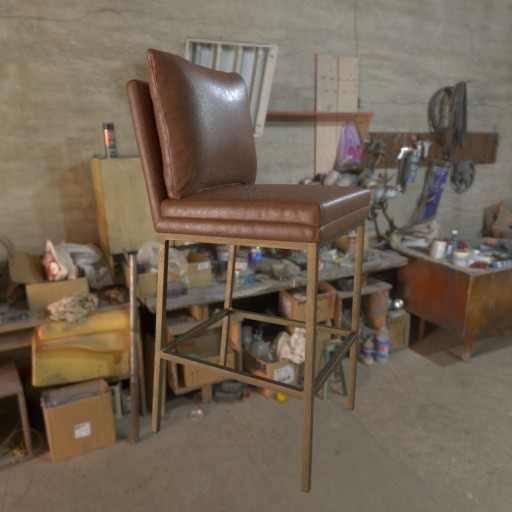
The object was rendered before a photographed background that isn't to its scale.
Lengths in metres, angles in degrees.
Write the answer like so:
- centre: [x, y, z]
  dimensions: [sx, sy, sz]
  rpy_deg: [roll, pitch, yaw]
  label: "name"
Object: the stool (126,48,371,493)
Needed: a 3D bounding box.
- centre: [0.000, 0.000, 1.342]
  dimensions: [0.571, 1.124, 0.463]
  rpy_deg: [7, 15, 27]
  label: "stool"
